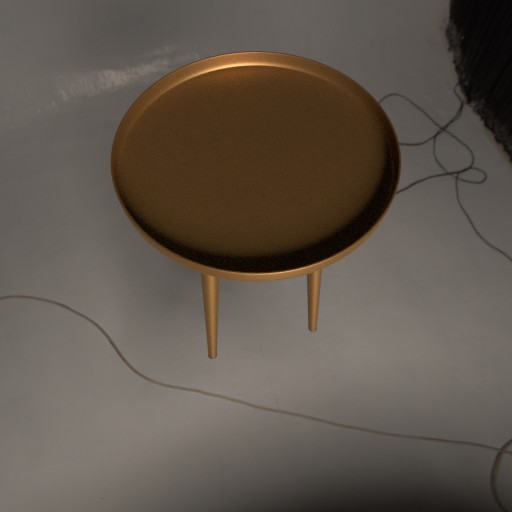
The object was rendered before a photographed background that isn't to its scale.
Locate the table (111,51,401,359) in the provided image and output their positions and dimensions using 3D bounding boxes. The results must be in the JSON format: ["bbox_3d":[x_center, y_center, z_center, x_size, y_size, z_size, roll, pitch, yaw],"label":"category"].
[{"bbox_3d":[0.000,0.000,0.671,0.299,0.480,0.299,-16,63,-9],"label":"table"}]
